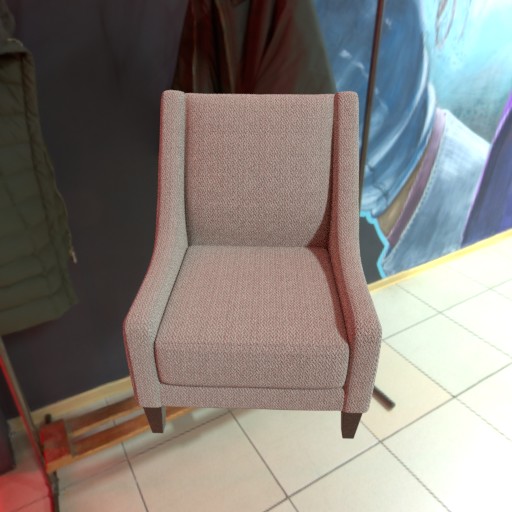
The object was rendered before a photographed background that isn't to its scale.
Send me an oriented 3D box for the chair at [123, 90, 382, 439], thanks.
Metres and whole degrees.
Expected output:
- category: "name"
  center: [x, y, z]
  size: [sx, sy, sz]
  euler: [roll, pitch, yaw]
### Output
- category: "chair"
  center: [0.000, 0.000, 1.614]
  size: [0.774, 1.014, 0.870]
  euler: [1, 30, 2]
